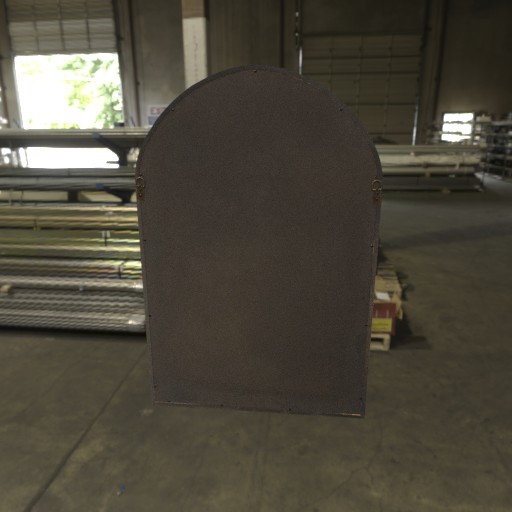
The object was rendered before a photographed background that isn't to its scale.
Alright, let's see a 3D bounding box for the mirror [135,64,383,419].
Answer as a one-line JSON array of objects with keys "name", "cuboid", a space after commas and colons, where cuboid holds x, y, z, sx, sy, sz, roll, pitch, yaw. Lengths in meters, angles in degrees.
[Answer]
[{"name": "mirror", "cuboid": [0.000, 0.000, 1.150, 0.609, 0.915, 0.032, 2, 16, 6]}]
